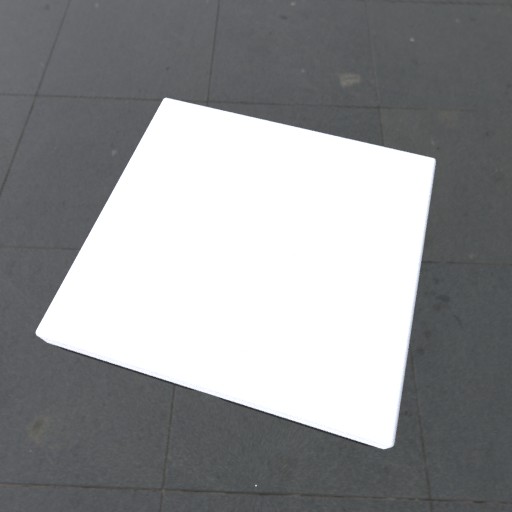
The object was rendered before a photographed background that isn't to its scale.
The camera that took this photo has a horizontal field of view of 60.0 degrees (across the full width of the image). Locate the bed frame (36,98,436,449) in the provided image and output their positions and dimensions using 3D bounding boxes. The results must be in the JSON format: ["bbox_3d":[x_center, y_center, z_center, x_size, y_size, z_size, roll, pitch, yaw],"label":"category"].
[{"bbox_3d":[0.000,0.000,3.003,2.033,0.525,1.935,15,64,8],"label":"bed frame"}]
